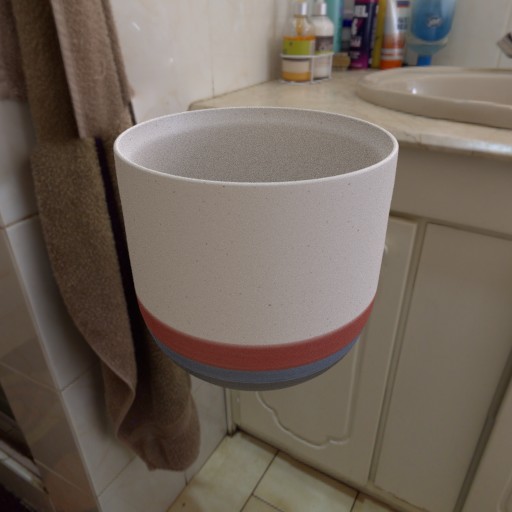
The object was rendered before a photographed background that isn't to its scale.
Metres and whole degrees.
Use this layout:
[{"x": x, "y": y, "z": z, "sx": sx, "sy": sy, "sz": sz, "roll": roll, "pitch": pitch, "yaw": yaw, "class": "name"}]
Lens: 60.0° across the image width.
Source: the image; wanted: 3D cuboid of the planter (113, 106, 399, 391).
[{"x": 0.000, "y": 0.000, "z": 0.495, "sx": 0.268, "sy": 0.270, "sz": 0.268, "roll": 0, "pitch": 30, "yaw": 0, "class": "planter"}]
